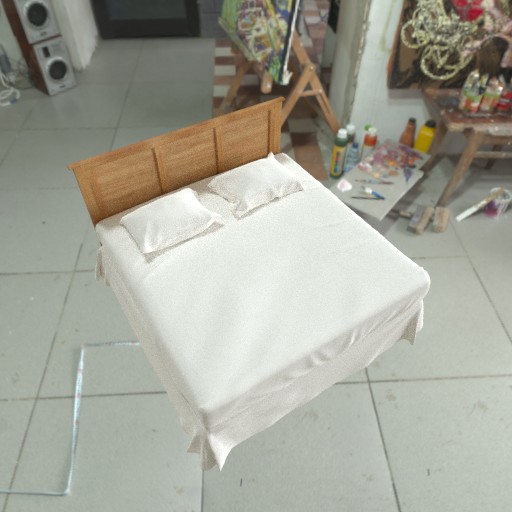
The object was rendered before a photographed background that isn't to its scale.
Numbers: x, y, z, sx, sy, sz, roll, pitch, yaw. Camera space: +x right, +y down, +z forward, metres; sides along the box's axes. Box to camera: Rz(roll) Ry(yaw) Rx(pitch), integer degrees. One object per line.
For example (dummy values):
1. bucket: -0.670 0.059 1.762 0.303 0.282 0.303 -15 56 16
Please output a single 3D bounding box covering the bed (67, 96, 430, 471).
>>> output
1. bed: 0.000 0.000 3.610 2.317 1.270 2.215 -25 52 -21
